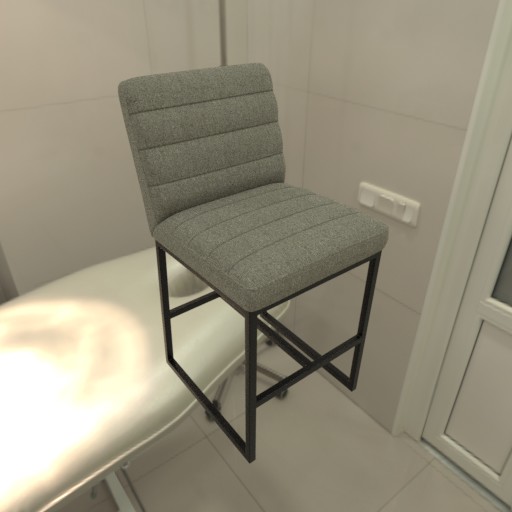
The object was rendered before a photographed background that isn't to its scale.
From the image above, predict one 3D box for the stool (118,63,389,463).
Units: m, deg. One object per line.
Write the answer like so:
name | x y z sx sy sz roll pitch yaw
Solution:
stool | 0.000 0.000 1.266 0.460 0.940 0.560 -22 38 -31
